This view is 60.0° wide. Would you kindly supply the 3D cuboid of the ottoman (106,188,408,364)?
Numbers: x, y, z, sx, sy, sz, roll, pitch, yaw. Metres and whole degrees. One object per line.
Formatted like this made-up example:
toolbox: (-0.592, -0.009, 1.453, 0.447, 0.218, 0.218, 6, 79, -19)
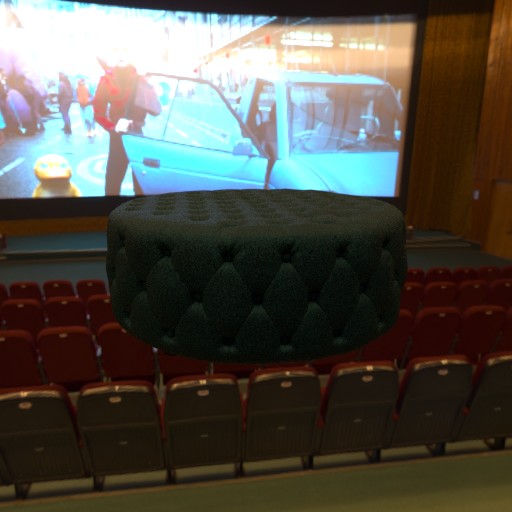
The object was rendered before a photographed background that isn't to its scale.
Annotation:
ottoman: (0.000, 0.000, 1.546, 0.998, 0.398, 0.998, 0, 14, 0)
